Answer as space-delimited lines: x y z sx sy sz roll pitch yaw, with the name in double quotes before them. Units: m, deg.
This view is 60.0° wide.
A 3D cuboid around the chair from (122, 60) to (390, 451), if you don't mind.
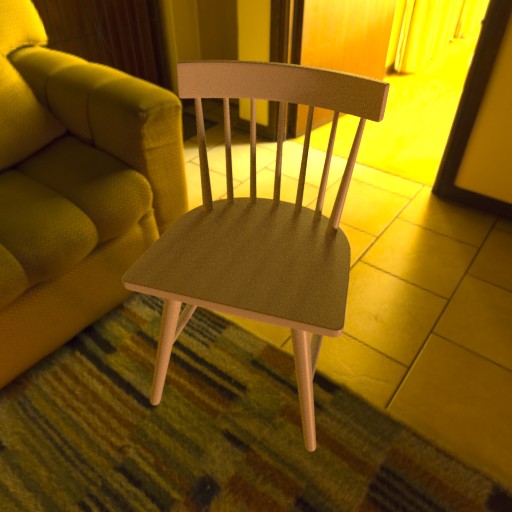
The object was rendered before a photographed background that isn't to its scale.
"chair" 0.000 0.000 1.092 0.483 0.787 0.500 11 42 13
